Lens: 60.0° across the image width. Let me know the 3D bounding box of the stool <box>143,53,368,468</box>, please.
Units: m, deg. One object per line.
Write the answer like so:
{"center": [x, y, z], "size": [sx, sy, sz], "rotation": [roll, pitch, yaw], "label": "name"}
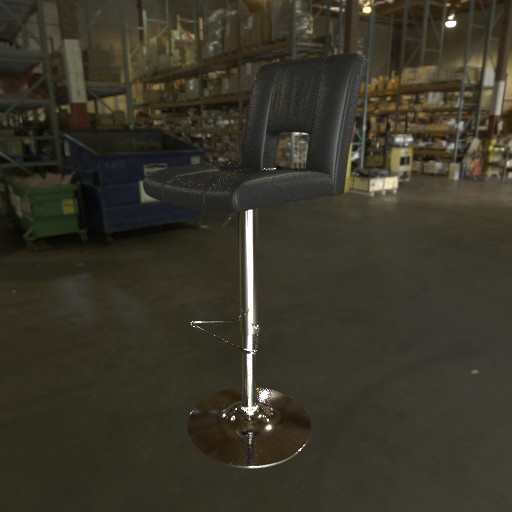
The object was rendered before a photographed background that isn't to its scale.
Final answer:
{"center": [0.000, 0.000, 1.344], "size": [0.415, 1.151, 0.520], "rotation": [15, 22, 42], "label": "stool"}
